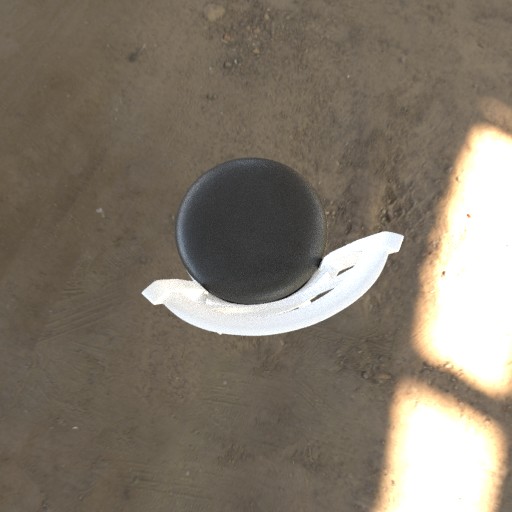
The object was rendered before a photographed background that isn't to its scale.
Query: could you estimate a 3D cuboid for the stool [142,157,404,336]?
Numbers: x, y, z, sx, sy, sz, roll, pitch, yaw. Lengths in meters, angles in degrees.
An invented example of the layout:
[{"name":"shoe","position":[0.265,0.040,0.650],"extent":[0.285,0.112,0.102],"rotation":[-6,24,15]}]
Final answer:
[{"name":"stool","position":[0.000,0.000,1.226],"extent":[0.444,0.953,0.508],"rotation":[-12,76,-3]}]
